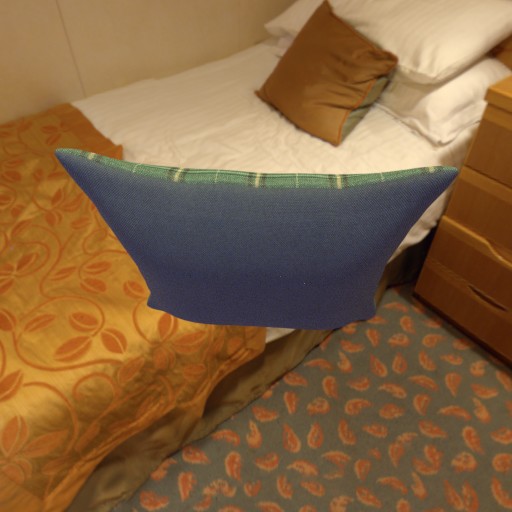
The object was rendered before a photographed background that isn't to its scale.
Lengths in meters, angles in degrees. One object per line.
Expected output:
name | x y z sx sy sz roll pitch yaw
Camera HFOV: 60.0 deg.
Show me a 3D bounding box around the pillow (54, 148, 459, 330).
pillow | 0.000 0.000 0.686 0.453 0.430 0.200 3 46 3
